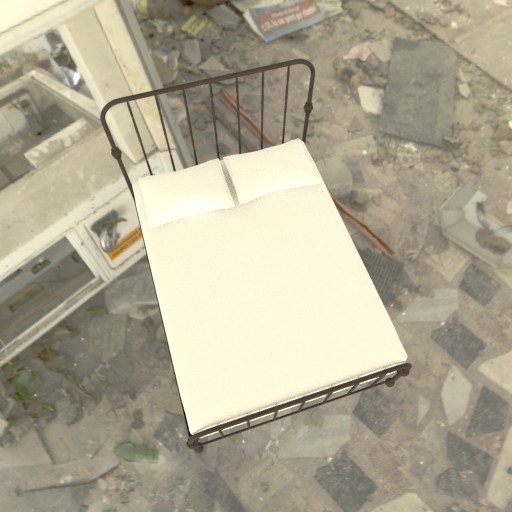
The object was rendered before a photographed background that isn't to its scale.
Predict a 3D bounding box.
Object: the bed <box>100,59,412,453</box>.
[{"bbox_3d":[0.000,0.000,3.190,1.616,1.446,2.134,-16,63,-8],"label":"bed"}]
